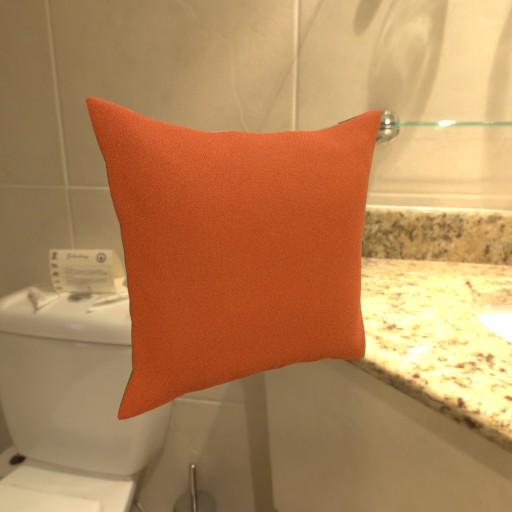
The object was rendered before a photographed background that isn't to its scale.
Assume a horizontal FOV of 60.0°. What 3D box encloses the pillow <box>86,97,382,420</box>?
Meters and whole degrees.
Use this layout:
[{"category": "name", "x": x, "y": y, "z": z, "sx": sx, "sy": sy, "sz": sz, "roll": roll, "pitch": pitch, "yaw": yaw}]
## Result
[{"category": "pillow", "x": 0.000, "y": 0.000, "z": 0.682, "sx": 0.453, "sy": 0.444, "sz": 0.169, "roll": -7, "pitch": 16, "yaw": -25}]
